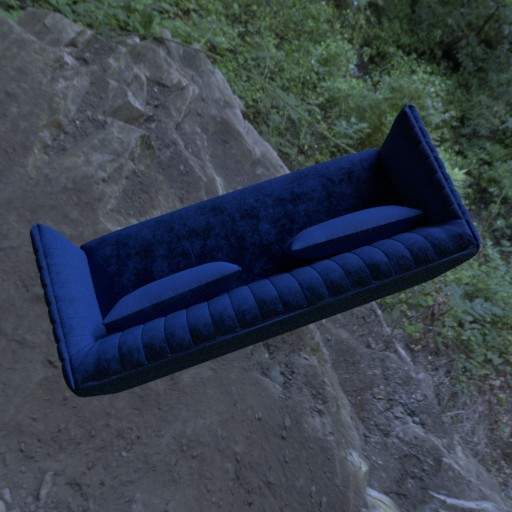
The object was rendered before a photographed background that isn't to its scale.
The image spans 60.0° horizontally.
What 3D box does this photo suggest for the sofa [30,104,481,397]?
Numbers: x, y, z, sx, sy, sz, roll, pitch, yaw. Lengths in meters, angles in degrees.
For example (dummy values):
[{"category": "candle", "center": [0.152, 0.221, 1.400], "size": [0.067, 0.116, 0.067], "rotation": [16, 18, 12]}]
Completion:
[{"category": "sofa", "center": [0.000, 0.000, 2.501], "size": [2.136, 0.793, 0.896], "rotation": [-19, 76, -5]}]
